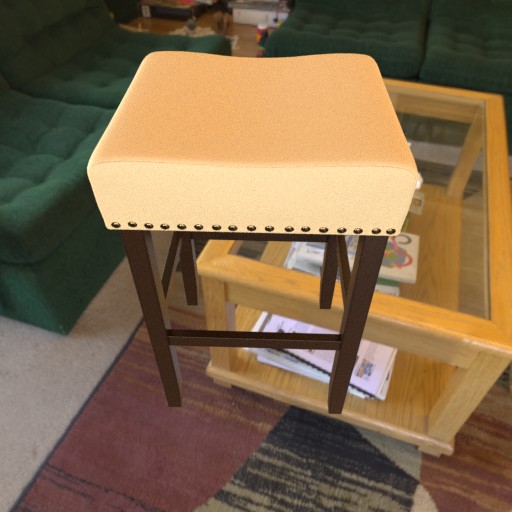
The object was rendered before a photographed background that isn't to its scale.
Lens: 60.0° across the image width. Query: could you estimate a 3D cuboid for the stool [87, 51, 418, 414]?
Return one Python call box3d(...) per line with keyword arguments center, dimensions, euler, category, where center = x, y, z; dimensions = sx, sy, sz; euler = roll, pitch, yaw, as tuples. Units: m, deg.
box3d(center=(0.000, 0.000, 1.007), dimensions=(0.471, 0.762, 0.401), euler=(1, 45, 1), category="stool")
